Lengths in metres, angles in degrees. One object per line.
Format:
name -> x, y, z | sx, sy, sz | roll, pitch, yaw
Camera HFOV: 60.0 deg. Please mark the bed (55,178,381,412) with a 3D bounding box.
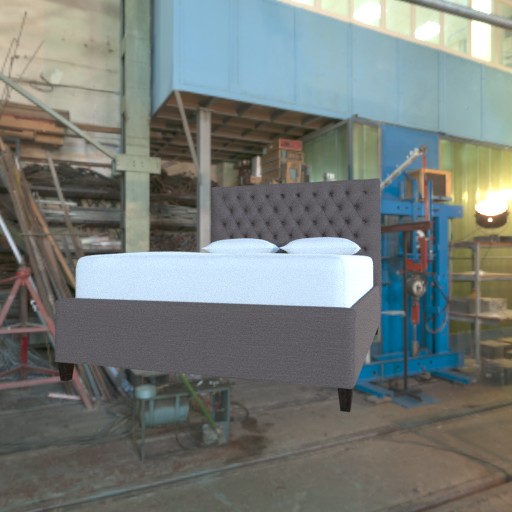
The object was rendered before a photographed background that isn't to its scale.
bed -> 0.000, 0.000, 3.296 | 1.696, 1.426, 2.233 | 0, 0, 18
